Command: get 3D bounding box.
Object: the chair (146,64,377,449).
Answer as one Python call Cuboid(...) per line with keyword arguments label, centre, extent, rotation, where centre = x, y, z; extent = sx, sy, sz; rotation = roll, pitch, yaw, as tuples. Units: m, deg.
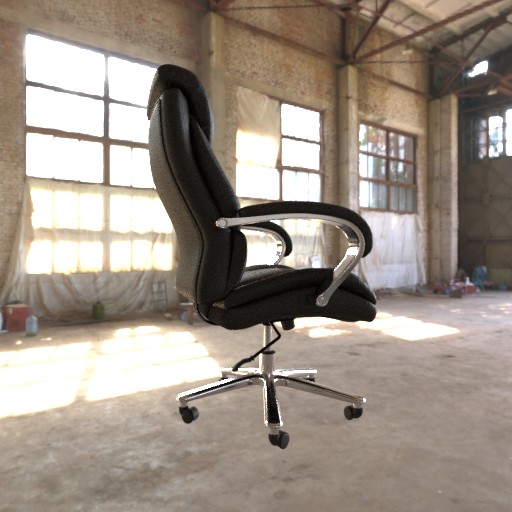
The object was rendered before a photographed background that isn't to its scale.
Cuboid(label="chair", centre=(0.000, 0.000, 1.672), extent=(0.790, 1.183, 0.755), rotation=(0, 0, -18))
